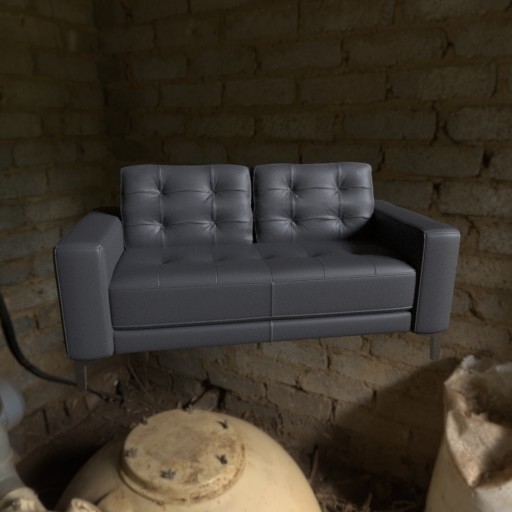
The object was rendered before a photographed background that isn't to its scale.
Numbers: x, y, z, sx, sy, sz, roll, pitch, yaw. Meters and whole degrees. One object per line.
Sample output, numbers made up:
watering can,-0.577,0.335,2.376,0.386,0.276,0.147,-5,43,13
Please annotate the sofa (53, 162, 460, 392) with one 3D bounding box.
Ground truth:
sofa,0.000,0.000,2.232,1.726,0.893,0.833,-3,17,-9
